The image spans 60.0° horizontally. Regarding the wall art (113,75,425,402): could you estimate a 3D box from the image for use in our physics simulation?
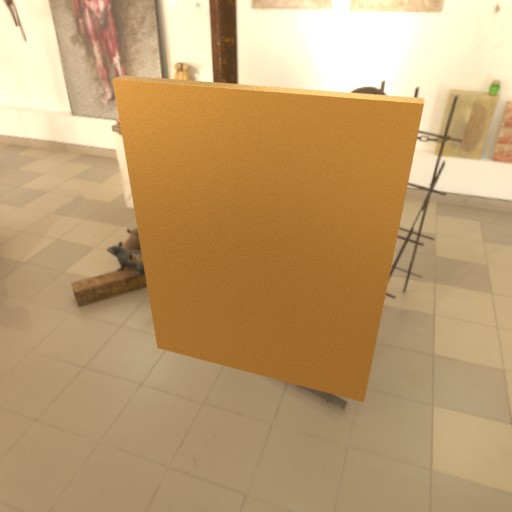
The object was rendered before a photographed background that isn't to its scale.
[{"bbox_3d":[0.000,0.000,1.049,0.610,0.762,0.038,11,34,16],"label":"wall art"}]
